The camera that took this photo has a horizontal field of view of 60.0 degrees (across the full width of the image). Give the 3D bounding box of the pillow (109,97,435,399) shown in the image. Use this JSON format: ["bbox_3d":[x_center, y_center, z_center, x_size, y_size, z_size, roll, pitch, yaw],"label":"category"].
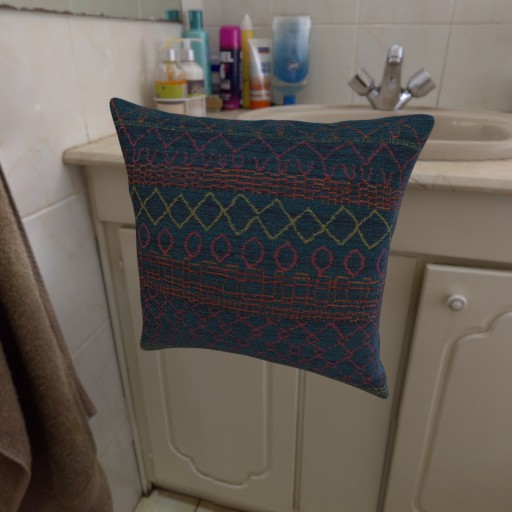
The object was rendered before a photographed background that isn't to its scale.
[{"bbox_3d":[0.000,0.000,0.654,0.431,0.431,0.141,8,26,16],"label":"pillow"}]
